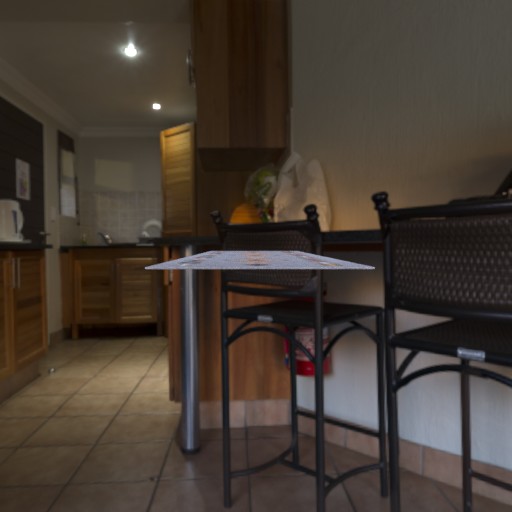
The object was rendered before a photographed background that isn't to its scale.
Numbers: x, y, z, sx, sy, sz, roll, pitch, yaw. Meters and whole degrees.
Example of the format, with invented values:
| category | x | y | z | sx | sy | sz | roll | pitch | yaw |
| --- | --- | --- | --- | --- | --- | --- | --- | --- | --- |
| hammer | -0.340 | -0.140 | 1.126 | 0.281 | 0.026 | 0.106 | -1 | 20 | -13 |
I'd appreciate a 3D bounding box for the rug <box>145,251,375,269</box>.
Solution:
| category | x | y | z | sx | sy | sz | roll | pitch | yaw |
| --- | --- | --- | --- | --- | --- | --- | --- | --- | --- |
| rug | 0.000 | 0.000 | 2.683 | 0.766 | 0.008 | 2.432 | 0 | 2 | -1 |
